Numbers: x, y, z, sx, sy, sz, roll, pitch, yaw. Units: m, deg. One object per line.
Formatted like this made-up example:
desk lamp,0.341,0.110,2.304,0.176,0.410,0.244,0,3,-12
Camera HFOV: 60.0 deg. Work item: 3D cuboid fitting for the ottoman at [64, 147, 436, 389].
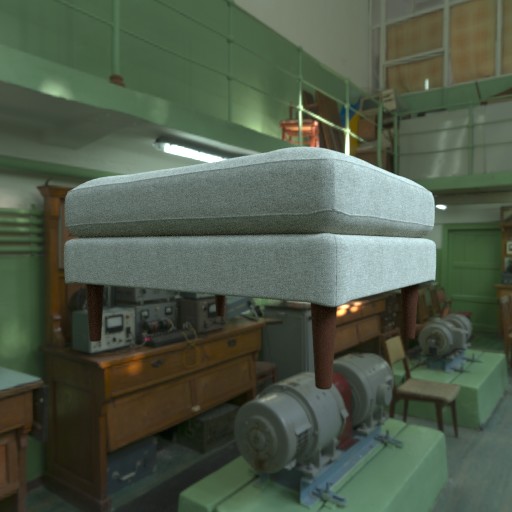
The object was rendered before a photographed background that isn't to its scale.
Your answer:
ottoman,0.000,0.000,1.254,0.821,0.474,0.693,1,2,35
